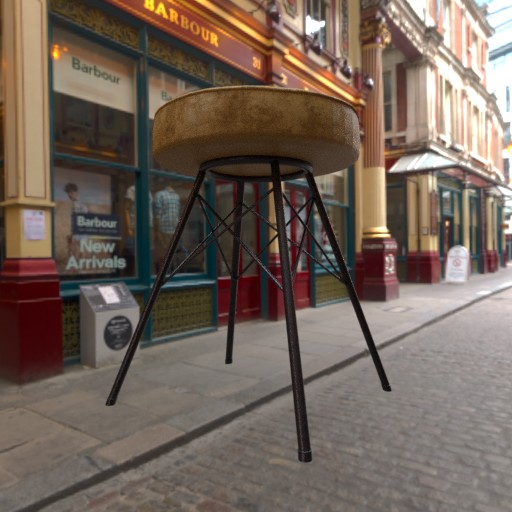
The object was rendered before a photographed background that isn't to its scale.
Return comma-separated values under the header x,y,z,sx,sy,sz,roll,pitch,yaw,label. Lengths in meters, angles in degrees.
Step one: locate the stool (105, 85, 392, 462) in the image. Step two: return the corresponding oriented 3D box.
x,y,z,sx,sy,sz,roll,pitch,yaw,label
0.000,0.000,0.937,0.472,0.595,0.438,0,0,36,stool
